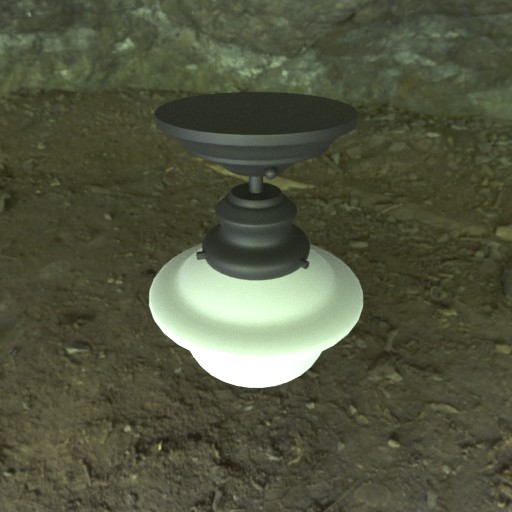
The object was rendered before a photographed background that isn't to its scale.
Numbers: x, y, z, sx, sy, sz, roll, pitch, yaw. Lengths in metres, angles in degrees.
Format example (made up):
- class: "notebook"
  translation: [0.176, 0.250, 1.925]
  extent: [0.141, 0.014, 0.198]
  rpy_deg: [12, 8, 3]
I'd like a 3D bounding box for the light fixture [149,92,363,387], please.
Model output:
- class: "light fixture"
  translation: [0.000, 0.000, 0.396]
  extent: [0.197, 0.254, 0.197]
  rpy_deg: [0, 30, 0]
